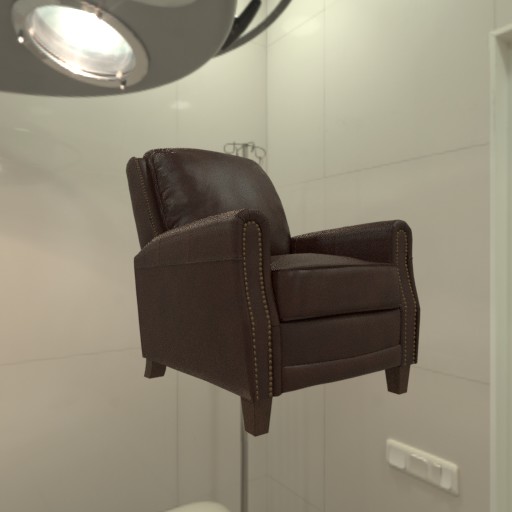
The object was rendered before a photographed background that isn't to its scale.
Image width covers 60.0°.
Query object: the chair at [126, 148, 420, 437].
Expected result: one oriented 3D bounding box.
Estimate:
[{"bbox_3d":[0.000,0.000,1.840,0.826,1.022,1.089,0,0,-35],"label":"chair"}]
